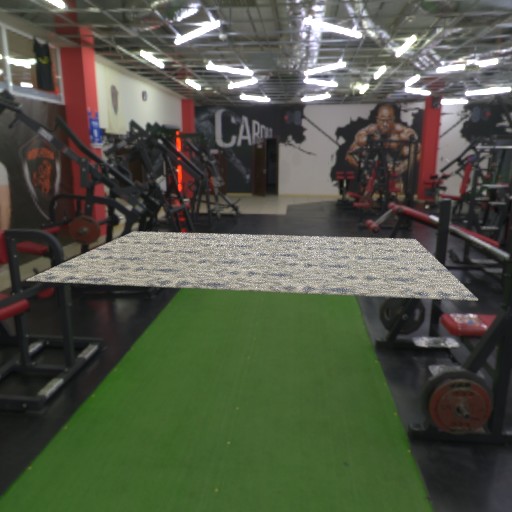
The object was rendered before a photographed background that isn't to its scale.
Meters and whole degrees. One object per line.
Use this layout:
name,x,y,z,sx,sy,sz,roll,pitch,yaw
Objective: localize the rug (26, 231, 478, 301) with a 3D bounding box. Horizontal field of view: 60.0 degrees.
rug,0.000,0.000,2.090,1.652,0.006,1.035,2,14,8
